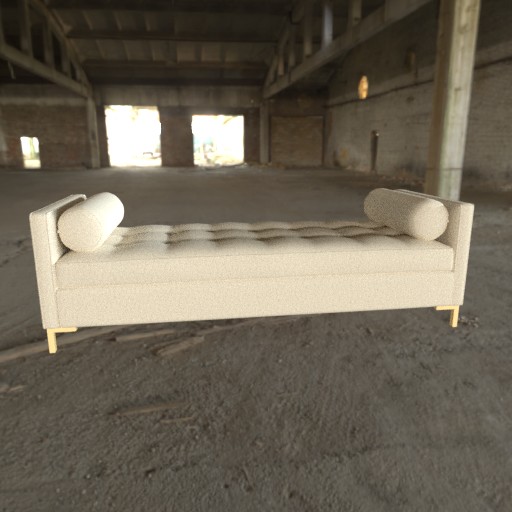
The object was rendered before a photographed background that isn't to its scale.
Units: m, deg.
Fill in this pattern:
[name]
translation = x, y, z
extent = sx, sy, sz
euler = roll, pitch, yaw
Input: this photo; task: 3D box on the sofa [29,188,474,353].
[sofa]
translation = 0.000, 0.000, 2.350
extent = 1.985, 0.641, 0.746
euler = -2, 14, -8
